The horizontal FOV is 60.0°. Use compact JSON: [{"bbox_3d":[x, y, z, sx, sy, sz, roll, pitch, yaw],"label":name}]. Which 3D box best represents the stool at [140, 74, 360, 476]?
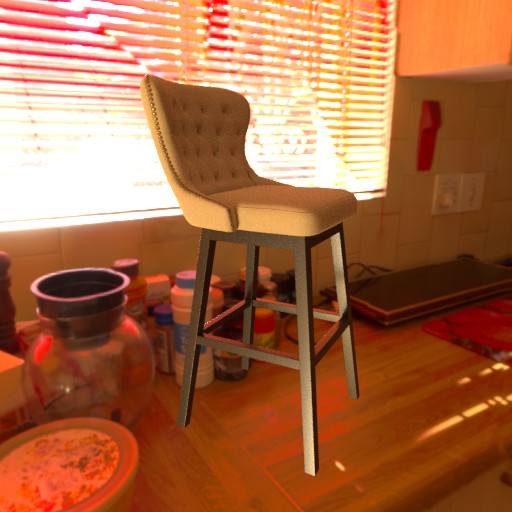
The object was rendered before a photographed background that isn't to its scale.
[{"bbox_3d":[0.000,0.000,1.403,0.605,1.066,0.528,8,16,27],"label":"stool"}]
